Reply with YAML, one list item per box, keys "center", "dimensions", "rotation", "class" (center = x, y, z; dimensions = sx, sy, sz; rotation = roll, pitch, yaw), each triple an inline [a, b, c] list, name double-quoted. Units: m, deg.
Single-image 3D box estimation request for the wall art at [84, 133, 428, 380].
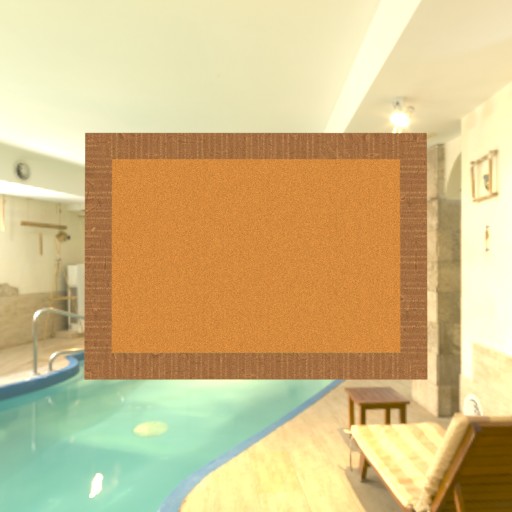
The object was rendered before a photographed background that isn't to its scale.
- center: [0.000, 0.000, 1.375]
  dimensions: [1.056, 0.761, 0.020]
  rotation: [0, 0, 0]
  class: "wall art"
